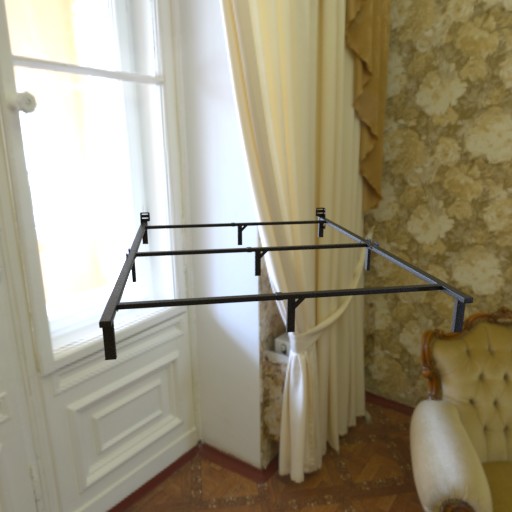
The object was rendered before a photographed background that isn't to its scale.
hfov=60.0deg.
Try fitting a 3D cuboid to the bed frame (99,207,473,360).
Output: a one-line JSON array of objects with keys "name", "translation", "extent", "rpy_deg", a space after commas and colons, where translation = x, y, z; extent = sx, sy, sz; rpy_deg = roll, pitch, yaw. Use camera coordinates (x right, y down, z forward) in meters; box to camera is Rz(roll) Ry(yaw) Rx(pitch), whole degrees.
[{"name": "bed frame", "translation": [0.000, 0.000, 2.670], "extent": [1.498, 0.248, 1.990], "rpy_deg": [-3, 15, -9]}]
